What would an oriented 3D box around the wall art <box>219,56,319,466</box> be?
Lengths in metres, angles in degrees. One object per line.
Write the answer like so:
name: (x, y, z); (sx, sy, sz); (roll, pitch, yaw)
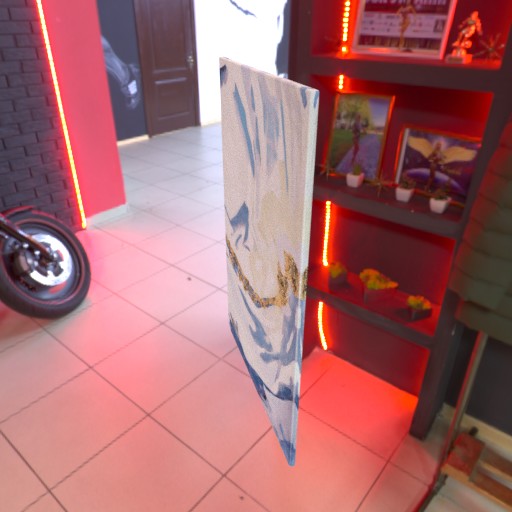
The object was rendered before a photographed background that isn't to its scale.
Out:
wall art: (0.000, 0.000, 1.168); (0.016, 0.914, 0.610); (-9, 30, -16)
